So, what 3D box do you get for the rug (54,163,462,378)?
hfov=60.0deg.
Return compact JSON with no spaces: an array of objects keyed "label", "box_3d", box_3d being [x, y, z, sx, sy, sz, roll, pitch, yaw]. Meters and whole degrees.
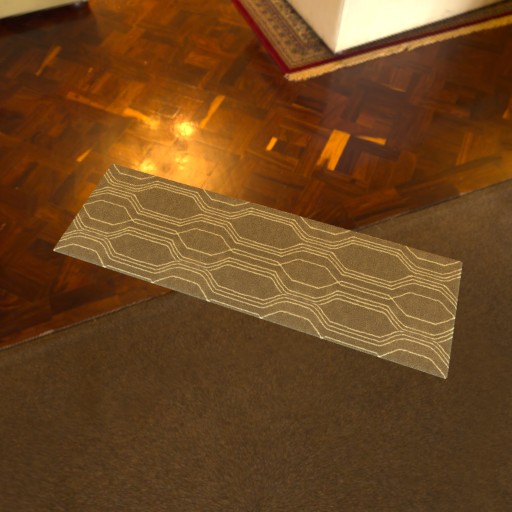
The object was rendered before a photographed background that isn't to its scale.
[{"label":"rug","box_3d":[0.000,0.000,2.793,2.464,0.012,0.773,17,61,10]}]
